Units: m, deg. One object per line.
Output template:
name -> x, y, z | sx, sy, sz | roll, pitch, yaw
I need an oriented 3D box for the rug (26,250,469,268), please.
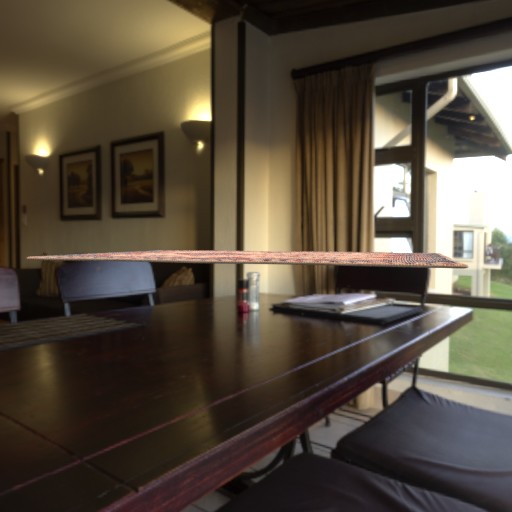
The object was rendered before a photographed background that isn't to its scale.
rug -> 0.000, 0.000, 3.033 | 2.464, 0.023, 1.521 | 1, 2, 18
